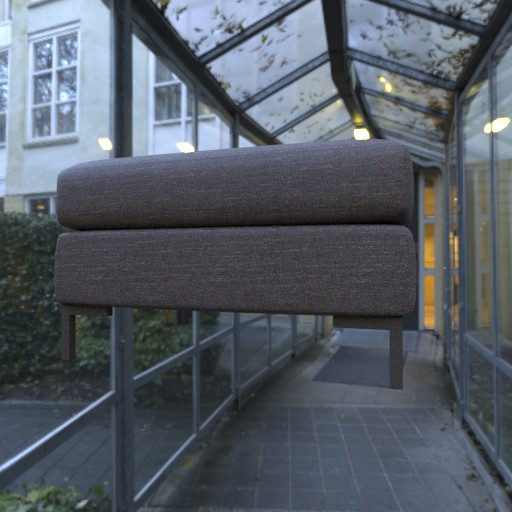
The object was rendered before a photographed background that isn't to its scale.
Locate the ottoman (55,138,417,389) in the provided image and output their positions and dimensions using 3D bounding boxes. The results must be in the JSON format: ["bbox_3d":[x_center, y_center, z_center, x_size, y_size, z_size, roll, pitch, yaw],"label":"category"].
[{"bbox_3d":[0.000,0.000,1.218,0.820,0.490,0.671,0,0,18],"label":"ottoman"}]
